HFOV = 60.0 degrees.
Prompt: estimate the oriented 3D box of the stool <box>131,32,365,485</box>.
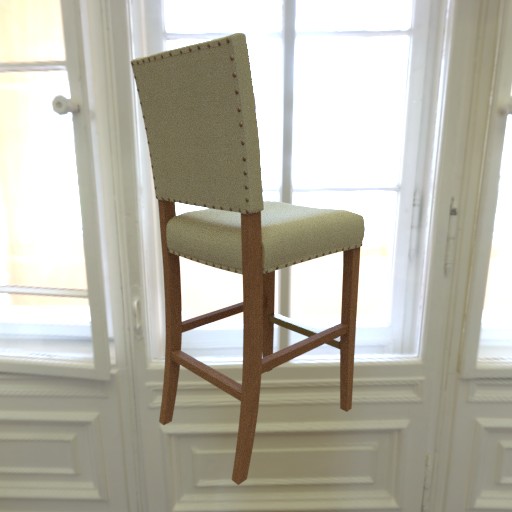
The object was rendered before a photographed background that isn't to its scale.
[{"bbox_3d":[0.000,0.000,1.422,0.584,1.168,0.445,-14,20,-43],"label":"stool"}]
